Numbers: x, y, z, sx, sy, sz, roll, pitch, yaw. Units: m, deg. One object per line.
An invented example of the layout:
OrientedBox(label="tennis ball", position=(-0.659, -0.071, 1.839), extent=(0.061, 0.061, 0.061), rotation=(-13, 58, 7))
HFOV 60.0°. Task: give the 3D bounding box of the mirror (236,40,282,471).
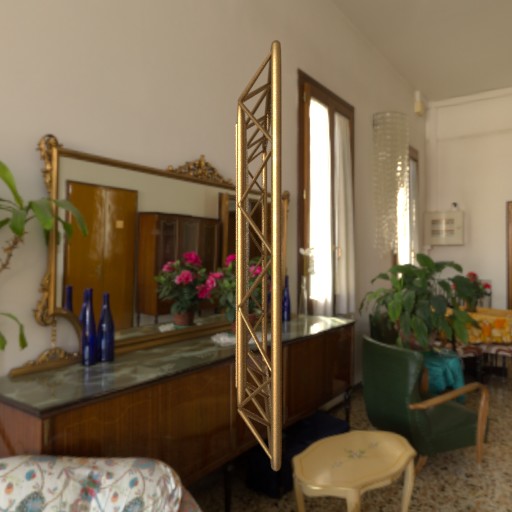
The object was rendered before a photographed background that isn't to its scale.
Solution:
OrientedBox(label="mirror", position=(0.000, 0.000, 0.624), extent=(0.046, 0.414, 0.416), rotation=(0, 0, 0))
